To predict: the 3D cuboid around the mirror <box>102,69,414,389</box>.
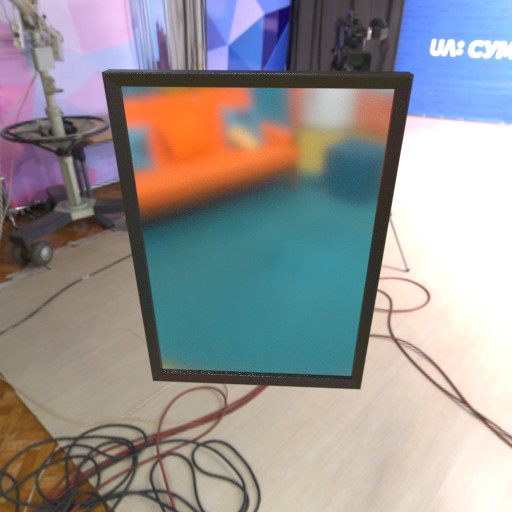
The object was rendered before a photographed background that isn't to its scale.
[{"bbox_3d":[0.000,0.000,0.915,0.507,0.710,0.039,2,31,3],"label":"mirror"}]
